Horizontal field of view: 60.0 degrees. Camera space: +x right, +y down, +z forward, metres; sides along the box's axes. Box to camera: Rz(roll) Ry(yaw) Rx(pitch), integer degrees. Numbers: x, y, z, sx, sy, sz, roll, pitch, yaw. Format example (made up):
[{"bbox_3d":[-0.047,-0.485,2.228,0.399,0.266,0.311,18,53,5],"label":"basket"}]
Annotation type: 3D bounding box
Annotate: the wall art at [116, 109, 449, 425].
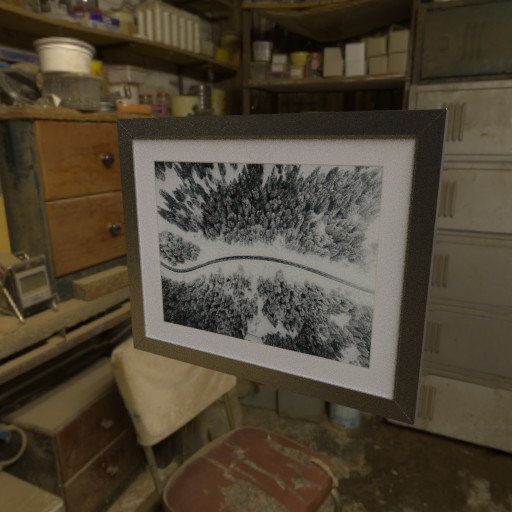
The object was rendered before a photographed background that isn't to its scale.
[{"bbox_3d":[0.000,0.000,0.752,0.557,0.456,0.032,7,16,27],"label":"wall art"}]
